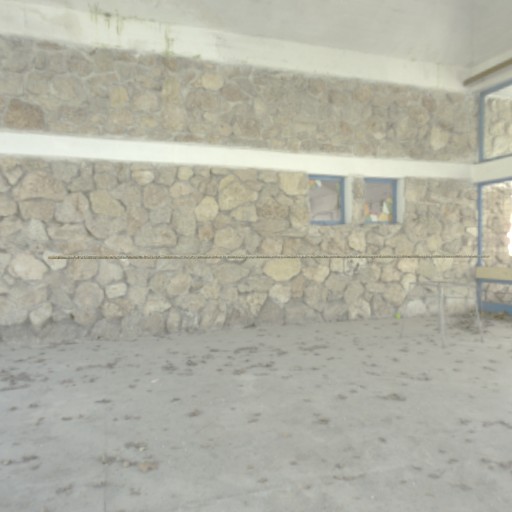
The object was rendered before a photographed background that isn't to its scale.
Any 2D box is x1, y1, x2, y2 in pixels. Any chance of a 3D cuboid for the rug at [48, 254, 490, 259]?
[{"bbox_3d":[0.000,0.000,2.313,1.824,0.010,1.240,0,0,-18],"label":"rug"}]
